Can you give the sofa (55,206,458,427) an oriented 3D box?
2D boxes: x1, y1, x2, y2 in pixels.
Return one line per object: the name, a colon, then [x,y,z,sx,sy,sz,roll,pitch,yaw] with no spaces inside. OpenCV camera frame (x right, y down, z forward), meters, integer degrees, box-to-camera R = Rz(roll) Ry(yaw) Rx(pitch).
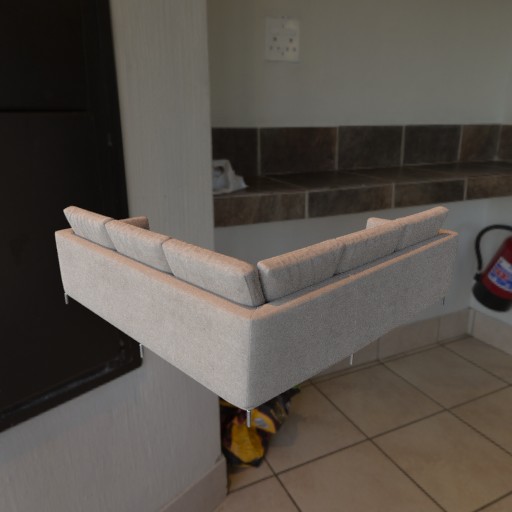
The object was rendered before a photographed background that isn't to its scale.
sofa: [0.000,0.000,3.753,2.438,0.864,2.438,-16,24,-42]
